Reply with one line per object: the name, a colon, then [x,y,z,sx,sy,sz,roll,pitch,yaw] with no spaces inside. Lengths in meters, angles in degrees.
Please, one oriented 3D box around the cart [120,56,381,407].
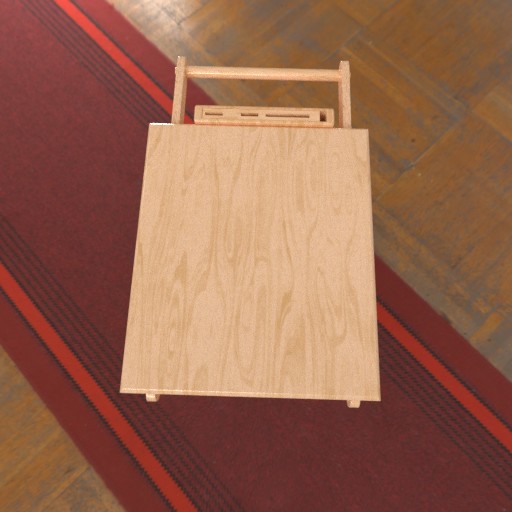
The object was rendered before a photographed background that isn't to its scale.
cart: [0.000,0.000,1.373,0.520,0.816,0.843,2,74,0]
